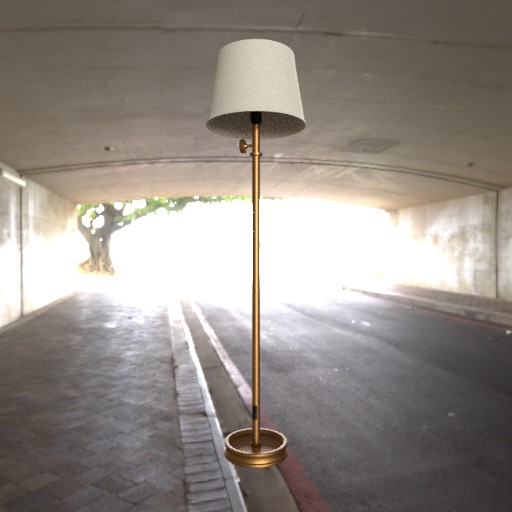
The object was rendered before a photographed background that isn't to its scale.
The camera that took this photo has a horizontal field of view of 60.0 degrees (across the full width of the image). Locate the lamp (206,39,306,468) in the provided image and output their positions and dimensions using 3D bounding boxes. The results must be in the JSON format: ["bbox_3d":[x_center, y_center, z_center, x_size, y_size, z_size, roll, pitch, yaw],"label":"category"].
[{"bbox_3d":[0.000,0.000,0.795,0.178,0.710,0.178,0,1,0],"label":"lamp"}]
